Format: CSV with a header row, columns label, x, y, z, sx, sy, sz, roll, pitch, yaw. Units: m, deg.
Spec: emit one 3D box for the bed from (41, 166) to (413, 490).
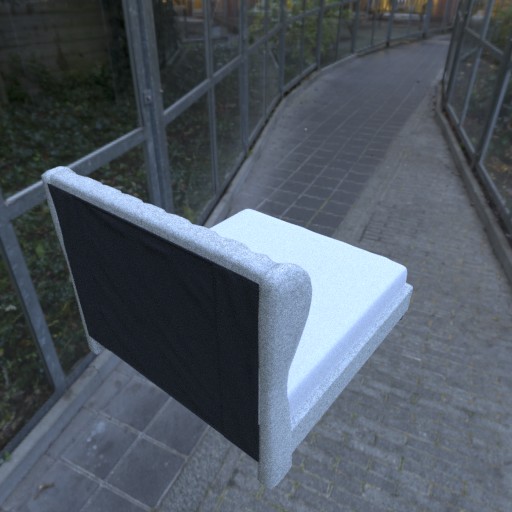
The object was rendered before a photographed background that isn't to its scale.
label,x,y,z,sx,sy,sz,roll,pitch,yaw
bed,0.000,0.000,3.864,2.219,1.771,2.347,24,40,32
